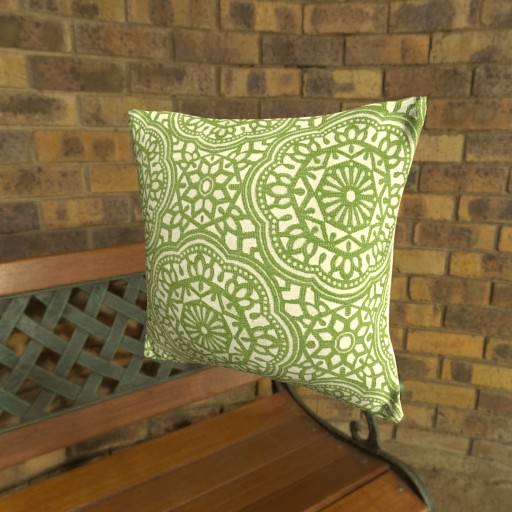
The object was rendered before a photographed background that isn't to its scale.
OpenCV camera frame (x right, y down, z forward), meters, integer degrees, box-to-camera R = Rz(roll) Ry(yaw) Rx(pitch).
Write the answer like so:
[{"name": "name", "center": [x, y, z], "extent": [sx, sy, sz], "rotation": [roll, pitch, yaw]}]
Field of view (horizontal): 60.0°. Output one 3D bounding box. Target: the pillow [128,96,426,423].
[{"name": "pillow", "center": [0.000, 0.000, 0.641], "extent": [0.440, 0.419, 0.162], "rotation": [7, 16, 25]}]
